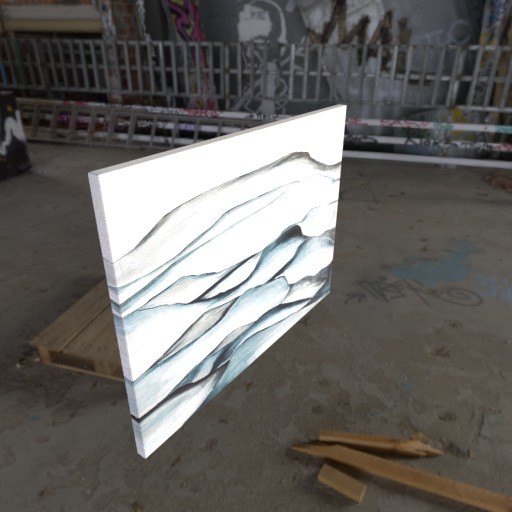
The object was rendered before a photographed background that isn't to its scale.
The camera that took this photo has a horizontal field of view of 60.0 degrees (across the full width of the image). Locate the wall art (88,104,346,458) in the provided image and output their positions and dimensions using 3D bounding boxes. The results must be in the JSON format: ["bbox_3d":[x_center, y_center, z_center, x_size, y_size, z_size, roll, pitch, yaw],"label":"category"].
[{"bbox_3d":[0.000,0.000,1.623,0.039,0.915,1.219,19,33,32],"label":"wall art"}]
